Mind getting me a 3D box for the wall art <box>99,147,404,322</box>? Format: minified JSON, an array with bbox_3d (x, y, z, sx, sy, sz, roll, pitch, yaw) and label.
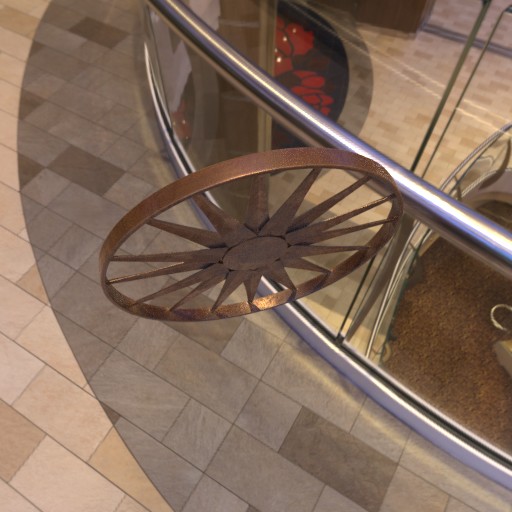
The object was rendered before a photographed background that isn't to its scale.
[{"bbox_3d":[0.000,0.000,0.869,0.582,0.583,0.084,-13,60,-8],"label":"wall art"}]
